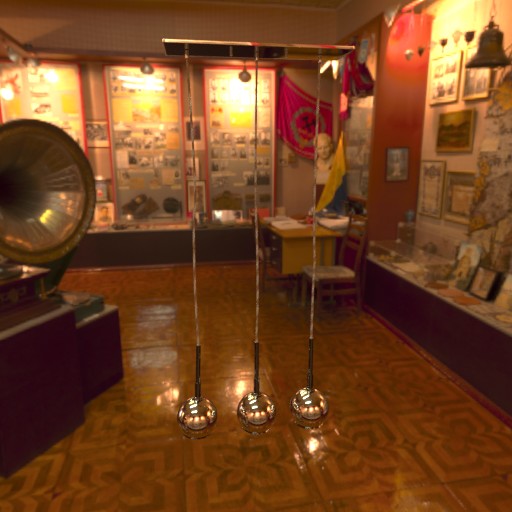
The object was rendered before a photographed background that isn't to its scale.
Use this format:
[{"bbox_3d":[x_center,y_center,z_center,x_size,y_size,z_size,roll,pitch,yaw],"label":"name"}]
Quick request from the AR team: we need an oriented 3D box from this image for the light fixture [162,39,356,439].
[{"bbox_3d":[0.000,0.000,1.631,0.623,1.408,0.188,-2,13,-9],"label":"light fixture"}]
